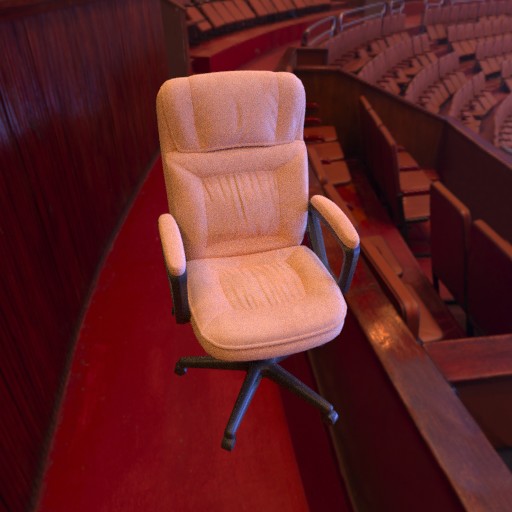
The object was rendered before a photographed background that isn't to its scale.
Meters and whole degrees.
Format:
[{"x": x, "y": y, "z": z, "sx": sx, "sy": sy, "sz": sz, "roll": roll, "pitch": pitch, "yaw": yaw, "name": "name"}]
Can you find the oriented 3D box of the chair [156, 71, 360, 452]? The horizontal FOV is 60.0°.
[{"x": 0.000, "y": 0.000, "z": 1.552, "sx": 0.667, "sy": 1.105, "sz": 0.724, "roll": -9, "pitch": 34, "yaw": -13, "name": "chair"}]
